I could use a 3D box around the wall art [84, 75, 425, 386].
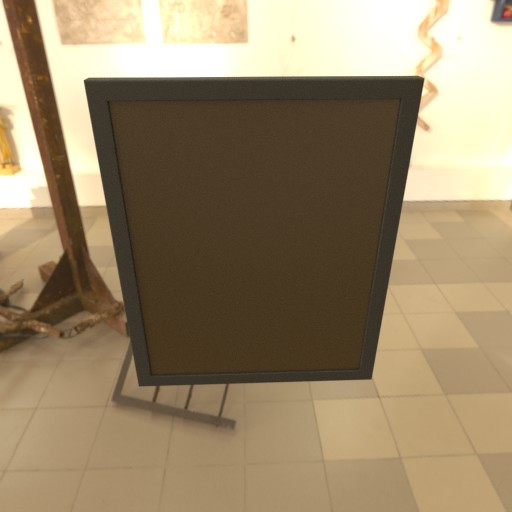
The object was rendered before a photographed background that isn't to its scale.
[{"bbox_3d":[0.000,0.000,0.741,0.457,0.558,0.028,-1,30,-2],"label":"wall art"}]
